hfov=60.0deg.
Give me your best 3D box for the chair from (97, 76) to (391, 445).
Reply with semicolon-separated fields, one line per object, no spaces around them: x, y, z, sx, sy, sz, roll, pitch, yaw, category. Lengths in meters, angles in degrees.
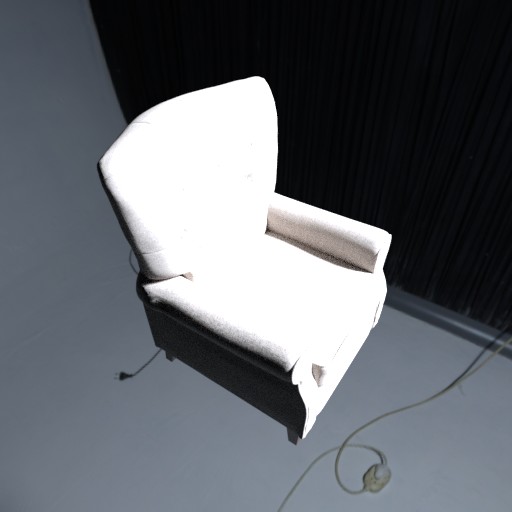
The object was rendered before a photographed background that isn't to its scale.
0.000;0.000;1.927;1.025;1.209;0.942;25;47;25;chair
